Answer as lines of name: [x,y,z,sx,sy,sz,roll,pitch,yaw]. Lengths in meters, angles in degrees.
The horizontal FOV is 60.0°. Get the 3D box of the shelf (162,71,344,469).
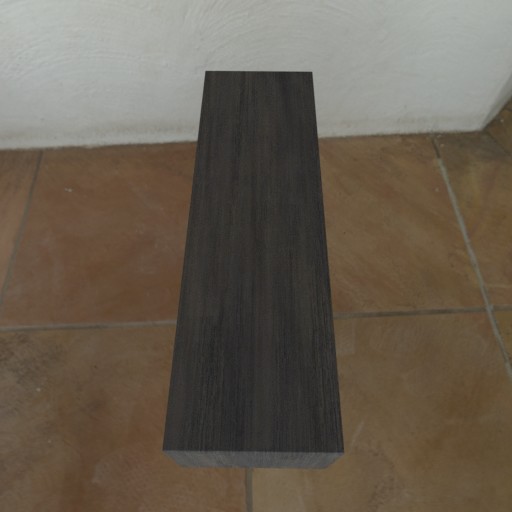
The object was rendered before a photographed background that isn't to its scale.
shelf: [0.000,0.000,1.508,0.400,0.495,1.300,1,59,0]
